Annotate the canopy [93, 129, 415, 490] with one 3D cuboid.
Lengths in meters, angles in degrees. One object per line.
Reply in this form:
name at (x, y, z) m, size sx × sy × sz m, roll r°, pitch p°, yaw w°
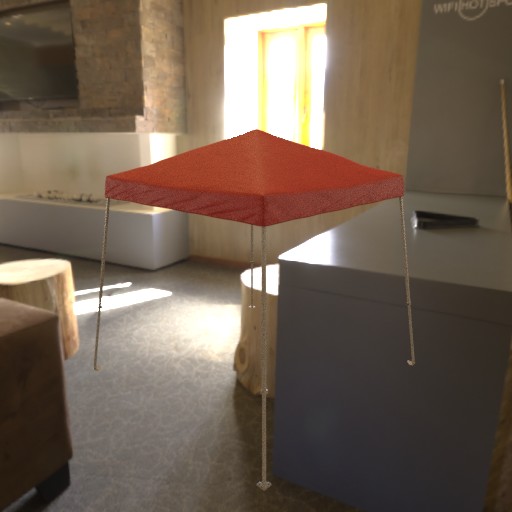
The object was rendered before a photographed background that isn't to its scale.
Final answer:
canopy at (0.000, 0.000, 6.524) m, size 3.600 × 3.600 × 3.599 m, roll 14°, pitch 21°, yaw 41°
